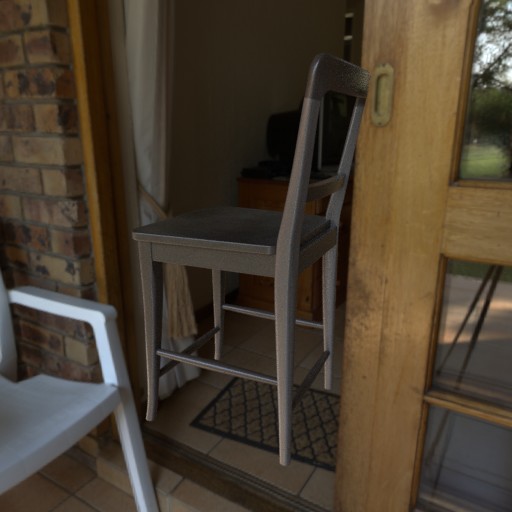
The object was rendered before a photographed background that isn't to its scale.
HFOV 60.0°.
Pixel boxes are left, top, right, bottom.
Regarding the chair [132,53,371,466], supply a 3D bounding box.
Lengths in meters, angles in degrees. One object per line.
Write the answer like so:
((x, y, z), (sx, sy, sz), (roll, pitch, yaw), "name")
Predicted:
((0.000, 0.000, 1.272), (0.546, 0.991, 0.450), (8, 18, 25), "chair")
